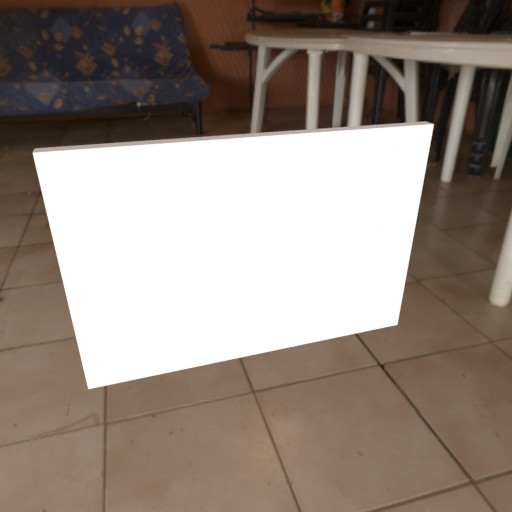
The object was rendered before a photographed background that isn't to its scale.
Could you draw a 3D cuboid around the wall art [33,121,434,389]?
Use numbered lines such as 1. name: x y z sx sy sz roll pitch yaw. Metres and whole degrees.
1. wall art: 0.000 0.000 1.113 0.898 0.601 0.038 -8 29 -15
